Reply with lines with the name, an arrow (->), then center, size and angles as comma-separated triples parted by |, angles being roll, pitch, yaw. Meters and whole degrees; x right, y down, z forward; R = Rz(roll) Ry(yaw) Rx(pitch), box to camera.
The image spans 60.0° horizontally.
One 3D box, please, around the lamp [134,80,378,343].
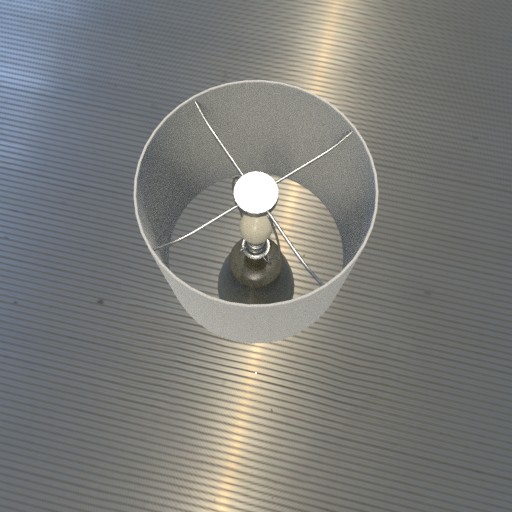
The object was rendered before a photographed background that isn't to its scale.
lamp -> 0.000, 0.000, 0.475 | 0.186, 0.369, 0.186 | 0, 75, 0
